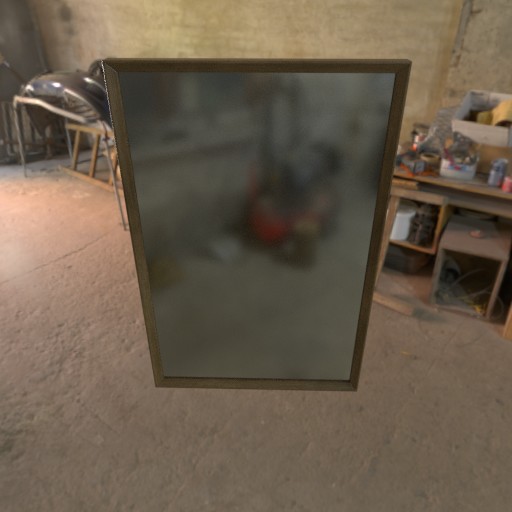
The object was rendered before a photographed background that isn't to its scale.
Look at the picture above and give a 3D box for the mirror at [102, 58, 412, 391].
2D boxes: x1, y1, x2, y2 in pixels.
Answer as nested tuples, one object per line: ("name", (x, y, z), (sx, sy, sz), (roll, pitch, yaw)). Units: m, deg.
("mirror", (0.000, 0.000, 1.120), (0.609, 0.915, 0.041), (1, 31, 1))
